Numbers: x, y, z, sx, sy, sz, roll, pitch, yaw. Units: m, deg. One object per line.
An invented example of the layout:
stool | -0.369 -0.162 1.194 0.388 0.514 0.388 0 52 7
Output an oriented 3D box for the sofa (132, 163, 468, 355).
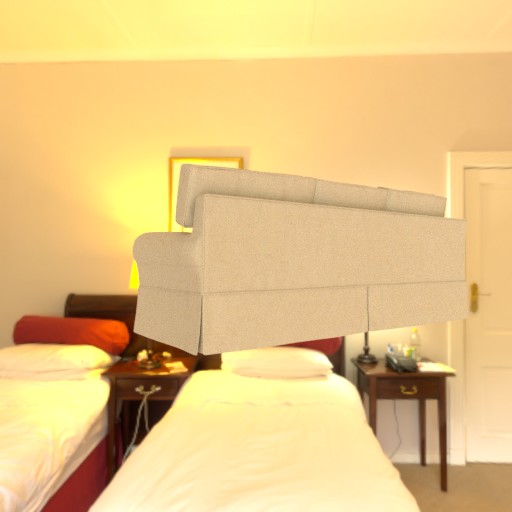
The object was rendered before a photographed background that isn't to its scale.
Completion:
sofa | 0.000 0.000 4.258 2.733 1.124 2.730 0 -1 -35
